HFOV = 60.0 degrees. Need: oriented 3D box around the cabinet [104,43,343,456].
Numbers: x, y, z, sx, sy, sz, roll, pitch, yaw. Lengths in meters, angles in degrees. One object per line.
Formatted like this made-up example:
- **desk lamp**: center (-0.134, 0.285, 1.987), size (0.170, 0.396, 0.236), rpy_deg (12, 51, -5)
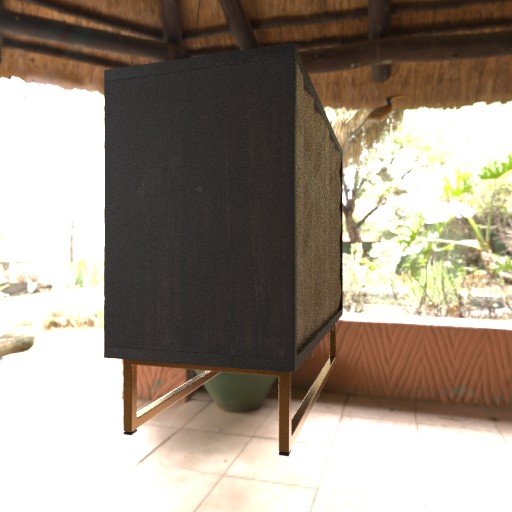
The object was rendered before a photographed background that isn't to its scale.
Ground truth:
- **cabinet**: center (0.000, 0.000, 1.416), size (0.451, 0.860, 0.950), rpy_deg (0, 0, 17)
